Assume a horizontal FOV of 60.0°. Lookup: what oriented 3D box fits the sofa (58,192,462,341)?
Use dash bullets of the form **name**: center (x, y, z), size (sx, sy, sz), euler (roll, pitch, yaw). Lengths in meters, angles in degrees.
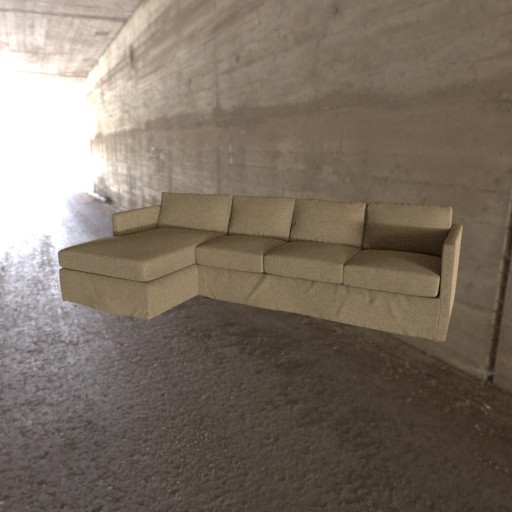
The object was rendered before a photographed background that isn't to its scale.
- **sofa**: center (0.000, 0.000, 3.891), size (3.198, 0.920, 1.638), euler (7, 16, 26)
